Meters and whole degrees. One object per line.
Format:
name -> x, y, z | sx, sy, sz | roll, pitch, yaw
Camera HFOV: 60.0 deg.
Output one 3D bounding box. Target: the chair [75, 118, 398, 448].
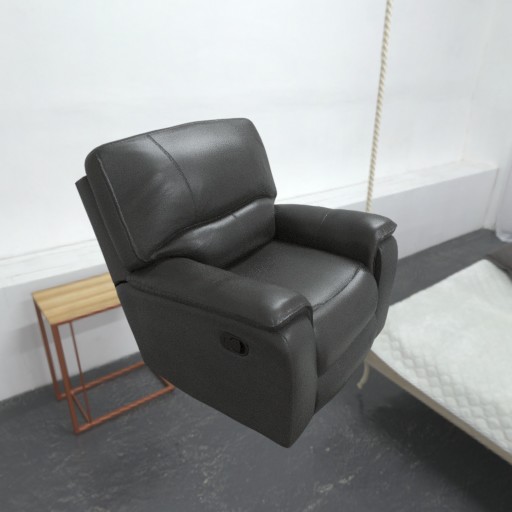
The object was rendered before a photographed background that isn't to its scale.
chair -> 0.000, 0.000, 2.041 | 1.087, 1.109, 1.096 | 17, 31, 31
